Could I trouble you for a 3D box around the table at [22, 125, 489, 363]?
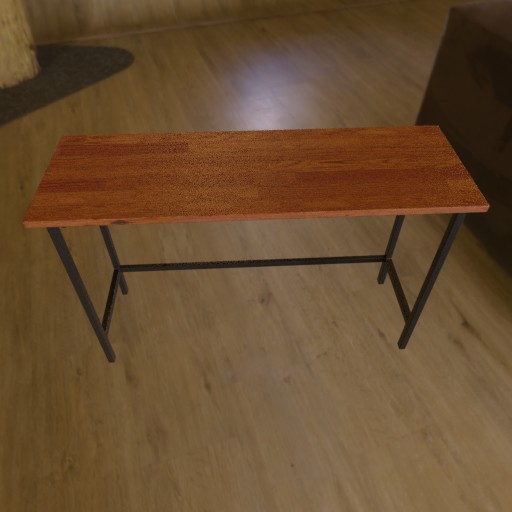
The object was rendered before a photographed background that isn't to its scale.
[{"bbox_3d":[0.000,0.000,1.545,1.204,0.740,0.408,-2,46,-2],"label":"table"}]
